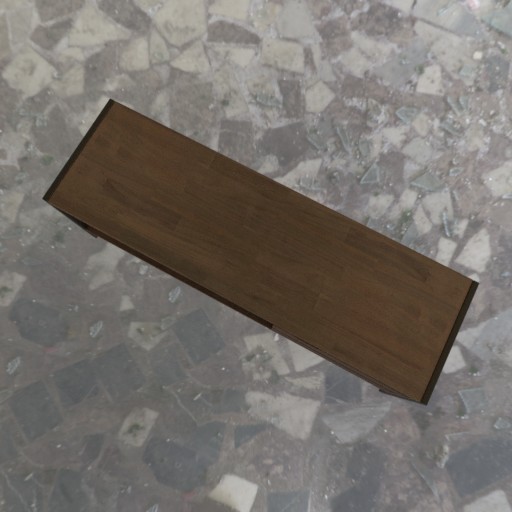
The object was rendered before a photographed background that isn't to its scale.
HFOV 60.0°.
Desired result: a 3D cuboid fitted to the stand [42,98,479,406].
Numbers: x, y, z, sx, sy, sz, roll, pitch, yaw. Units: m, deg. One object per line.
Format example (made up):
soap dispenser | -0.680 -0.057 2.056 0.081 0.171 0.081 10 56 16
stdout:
stand | 0.000 0.000 1.782 1.480 0.506 0.454 28 79 6
